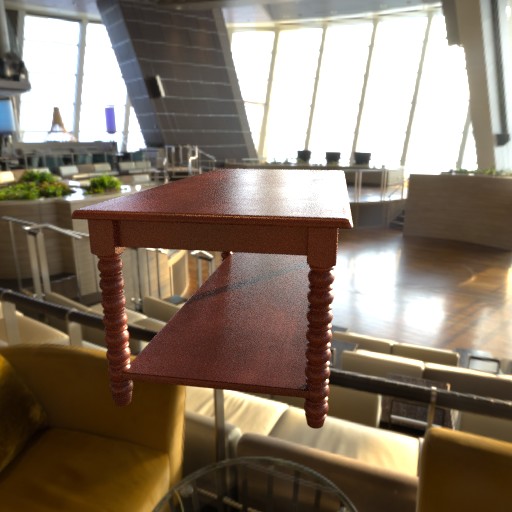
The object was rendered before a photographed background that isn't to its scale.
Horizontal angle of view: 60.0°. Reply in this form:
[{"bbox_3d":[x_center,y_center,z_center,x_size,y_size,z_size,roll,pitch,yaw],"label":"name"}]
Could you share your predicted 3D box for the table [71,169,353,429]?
[{"bbox_3d":[0.000,0.000,1.491,0.580,0.485,1.171,3,16,10],"label":"table"}]
